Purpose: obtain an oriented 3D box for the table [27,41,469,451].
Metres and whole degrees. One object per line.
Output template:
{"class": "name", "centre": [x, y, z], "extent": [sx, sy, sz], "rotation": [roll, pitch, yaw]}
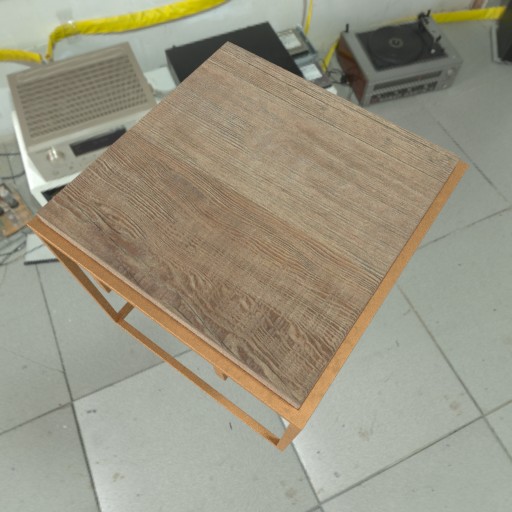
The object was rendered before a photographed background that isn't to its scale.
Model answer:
{"class": "table", "centre": [0.000, 0.000, 1.072], "extent": [0.599, 0.584, 0.599], "rotation": [33, 68, 15]}
